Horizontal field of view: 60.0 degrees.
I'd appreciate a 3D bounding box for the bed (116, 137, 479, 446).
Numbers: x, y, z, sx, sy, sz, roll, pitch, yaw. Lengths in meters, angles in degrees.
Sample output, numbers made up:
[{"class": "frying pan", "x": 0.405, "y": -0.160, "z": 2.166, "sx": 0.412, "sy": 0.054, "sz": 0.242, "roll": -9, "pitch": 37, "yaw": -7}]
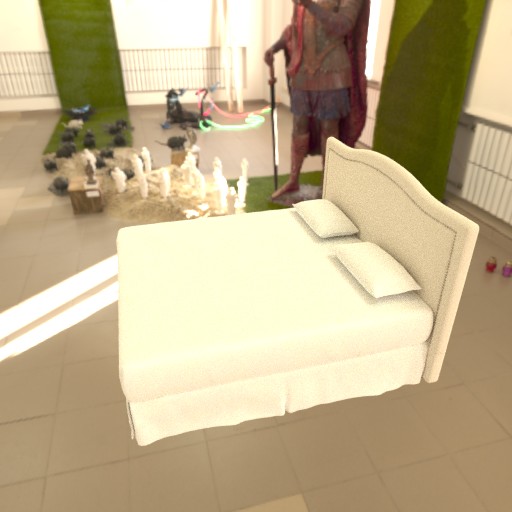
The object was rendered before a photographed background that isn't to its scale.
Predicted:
[{"class": "bed", "x": 0.000, "y": 0.000, "z": 3.508, "sx": 2.182, "sy": 1.421, "sz": 2.083, "roll": -8, "pitch": 30, "yaw": -13}]
